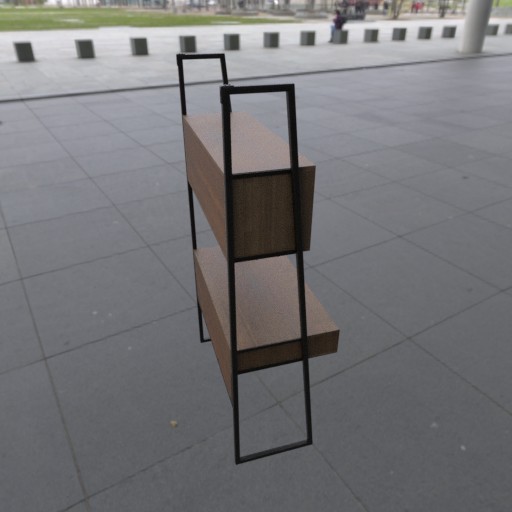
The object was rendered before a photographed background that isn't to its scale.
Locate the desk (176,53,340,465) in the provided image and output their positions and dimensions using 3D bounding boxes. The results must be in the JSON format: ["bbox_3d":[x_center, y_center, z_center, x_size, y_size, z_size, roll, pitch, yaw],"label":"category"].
[{"bbox_3d":[0.000,0.000,2.253,0.515,1.809,0.982,-9,31,-14],"label":"desk"}]
